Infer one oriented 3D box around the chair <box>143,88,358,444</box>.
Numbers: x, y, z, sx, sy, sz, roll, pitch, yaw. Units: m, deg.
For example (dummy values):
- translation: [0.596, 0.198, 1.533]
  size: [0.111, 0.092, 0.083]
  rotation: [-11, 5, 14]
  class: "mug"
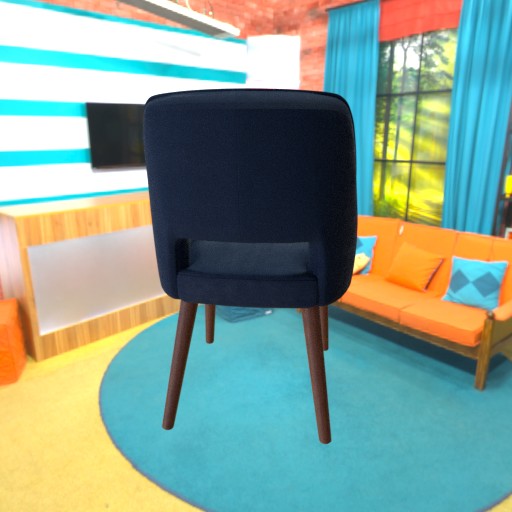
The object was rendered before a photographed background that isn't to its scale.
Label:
- translation: [0.000, 0.000, 1.255]
  size: [0.559, 0.844, 0.591]
  rotation: [2, 16, 7]
  class: "chair"
